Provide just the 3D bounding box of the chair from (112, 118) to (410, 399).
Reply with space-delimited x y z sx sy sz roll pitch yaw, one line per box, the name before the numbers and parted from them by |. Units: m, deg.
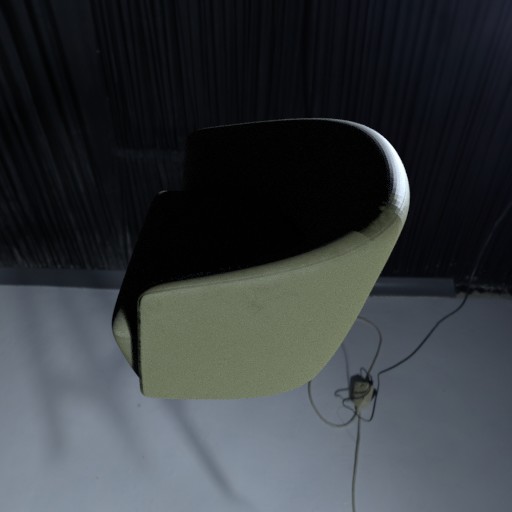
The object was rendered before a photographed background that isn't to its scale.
chair | 0.000 0.000 1.370 0.767 0.698 0.773 1 42 1
